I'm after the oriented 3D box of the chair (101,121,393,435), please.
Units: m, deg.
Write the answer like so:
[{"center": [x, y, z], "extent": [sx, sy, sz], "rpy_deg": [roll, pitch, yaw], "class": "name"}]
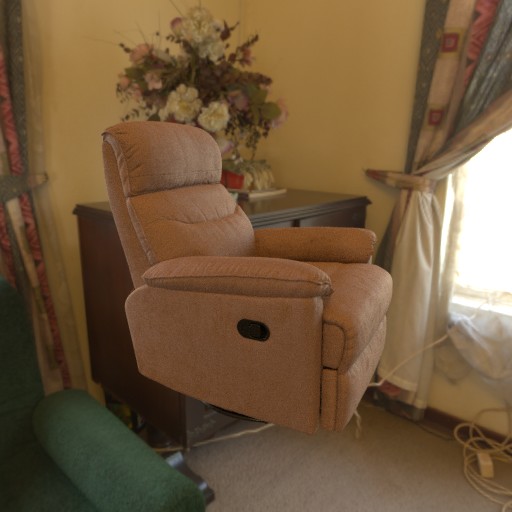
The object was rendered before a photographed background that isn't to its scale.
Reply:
[{"center": [0.000, 0.000, 1.755], "extent": [1.004, 1.037, 0.820], "rpy_deg": [7, 15, 25], "class": "chair"}]
